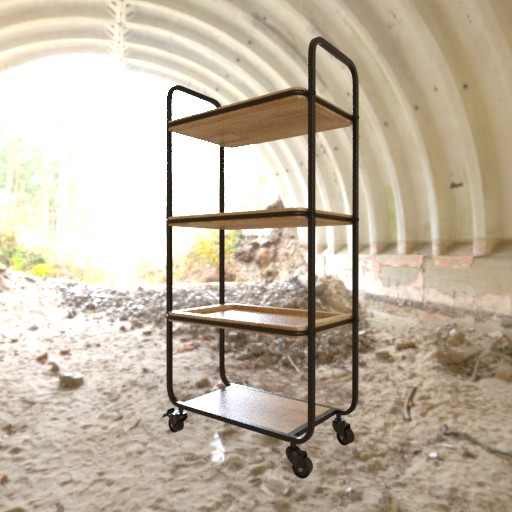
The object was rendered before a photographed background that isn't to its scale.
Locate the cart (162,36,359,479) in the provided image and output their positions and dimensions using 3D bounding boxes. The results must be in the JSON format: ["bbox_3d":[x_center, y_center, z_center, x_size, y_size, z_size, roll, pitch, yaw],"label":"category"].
[{"bbox_3d":[0.000,0.000,1.323,0.545,1.080,0.321,0,0,38],"label":"cart"}]
